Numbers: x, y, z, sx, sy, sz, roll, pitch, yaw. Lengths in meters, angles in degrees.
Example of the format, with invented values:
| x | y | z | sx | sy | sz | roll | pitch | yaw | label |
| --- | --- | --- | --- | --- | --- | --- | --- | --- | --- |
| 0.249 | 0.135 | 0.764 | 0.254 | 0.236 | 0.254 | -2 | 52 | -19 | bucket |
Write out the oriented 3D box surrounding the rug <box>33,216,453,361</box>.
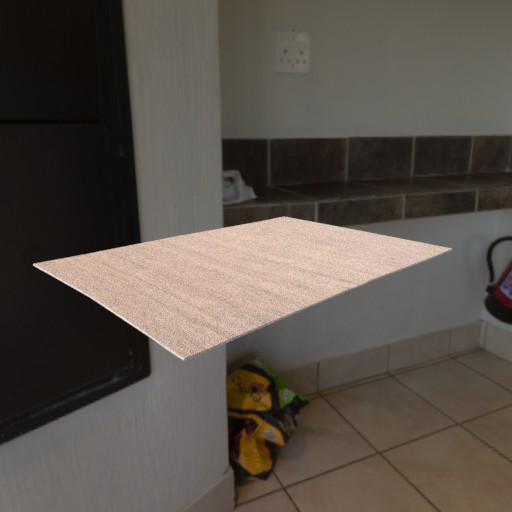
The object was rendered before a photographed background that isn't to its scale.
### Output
| x | y | z | sx | sy | sz | roll | pitch | yaw | label |
| --- | --- | --- | --- | --- | --- | --- | --- | --- | --- |
| 0.000 | 0.000 | 2.915 | 2.264 | 0.030 | 1.624 | -14 | 21 | -41 | rug |
